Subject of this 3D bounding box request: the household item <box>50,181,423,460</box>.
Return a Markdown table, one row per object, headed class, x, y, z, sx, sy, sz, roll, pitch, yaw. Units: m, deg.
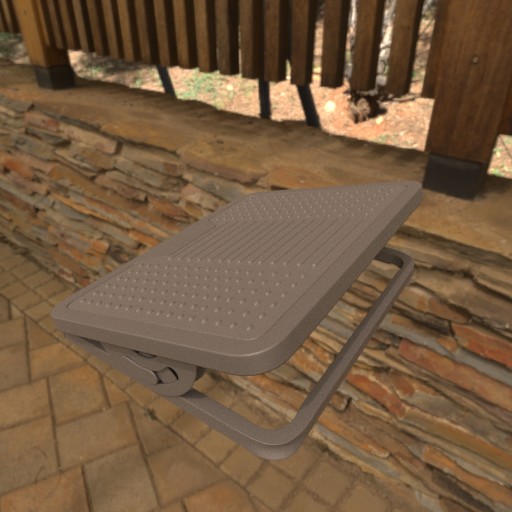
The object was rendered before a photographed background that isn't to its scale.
| class | x | y | z | sx | sy | sz | roll | pitch | yaw |
| --- | --- | --- | --- | --- | --- | --- | --- | --- | --- |
| household item | 0.000 | 0.000 | 0.530 | 0.301 | 0.126 | 0.390 | 19 | 37 | 28 |
